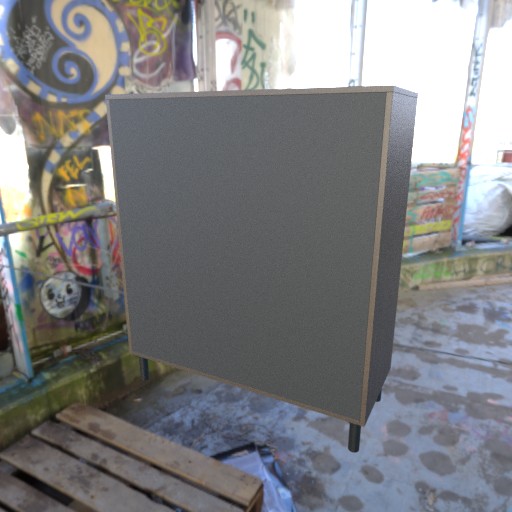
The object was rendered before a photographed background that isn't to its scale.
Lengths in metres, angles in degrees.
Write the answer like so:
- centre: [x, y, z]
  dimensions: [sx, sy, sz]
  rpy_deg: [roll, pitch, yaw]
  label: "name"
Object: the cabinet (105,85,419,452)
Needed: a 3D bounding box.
- centre: [0.000, 0.000, 1.700]
  dimensions: [1.010, 1.170, 0.400]
  rpy_deg: [9, 19, 27]
  label: "cabinet"
